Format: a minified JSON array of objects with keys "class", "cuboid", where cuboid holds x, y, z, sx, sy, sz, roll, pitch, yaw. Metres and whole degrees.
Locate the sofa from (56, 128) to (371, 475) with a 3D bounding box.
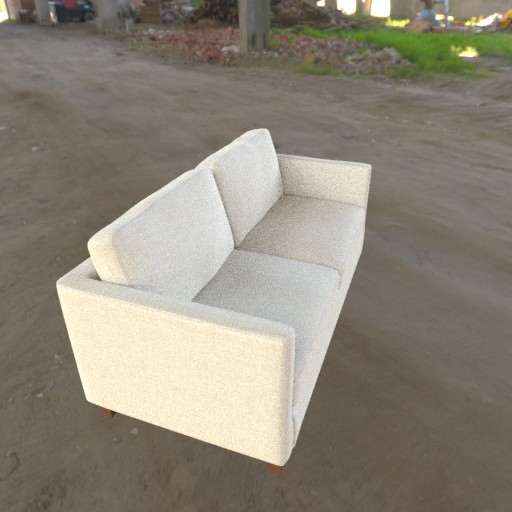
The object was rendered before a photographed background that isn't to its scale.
[{"class":"sofa","cuboid":[0.000,0.000,2.381,0.950,0.963,1.838,11,31,18]}]
